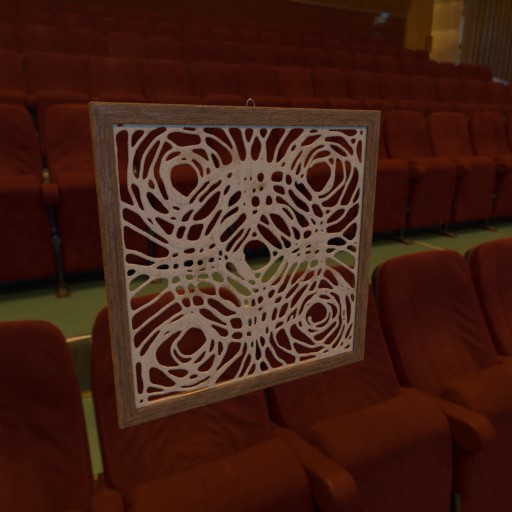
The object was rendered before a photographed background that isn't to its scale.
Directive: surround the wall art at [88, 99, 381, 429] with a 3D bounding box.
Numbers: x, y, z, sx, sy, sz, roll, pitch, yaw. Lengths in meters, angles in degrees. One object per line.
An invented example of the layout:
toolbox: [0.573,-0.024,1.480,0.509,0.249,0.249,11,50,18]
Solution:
wall art: [0.000,0.000,0.857,0.561,0.576,0.021,-8,17,-26]
